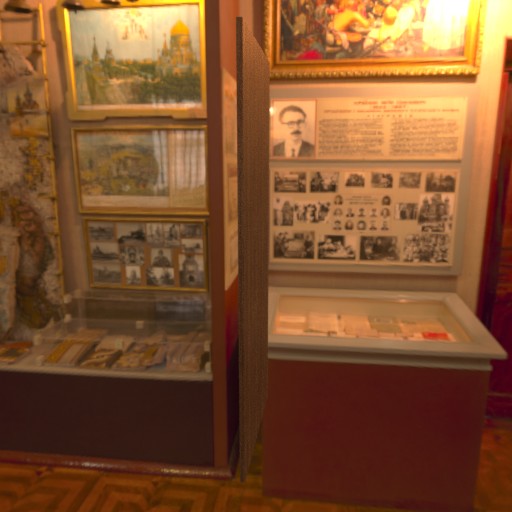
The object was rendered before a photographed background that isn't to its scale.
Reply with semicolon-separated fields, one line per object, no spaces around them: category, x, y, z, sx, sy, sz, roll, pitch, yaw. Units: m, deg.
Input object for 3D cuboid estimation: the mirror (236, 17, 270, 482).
mirror;0.000;0.000;2.292;0.025;2.032;0.812;2;12;9
